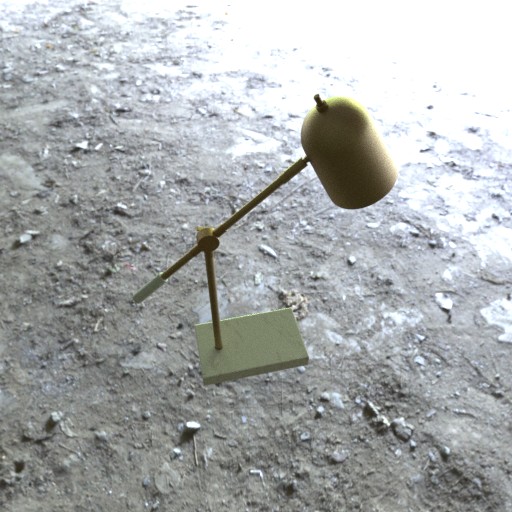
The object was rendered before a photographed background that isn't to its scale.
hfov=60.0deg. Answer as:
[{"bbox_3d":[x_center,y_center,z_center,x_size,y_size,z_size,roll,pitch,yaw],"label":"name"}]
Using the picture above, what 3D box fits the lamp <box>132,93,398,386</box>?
[{"bbox_3d":[0.000,0.000,0.821,0.471,0.603,0.144,-9,46,-9],"label":"lamp"}]
